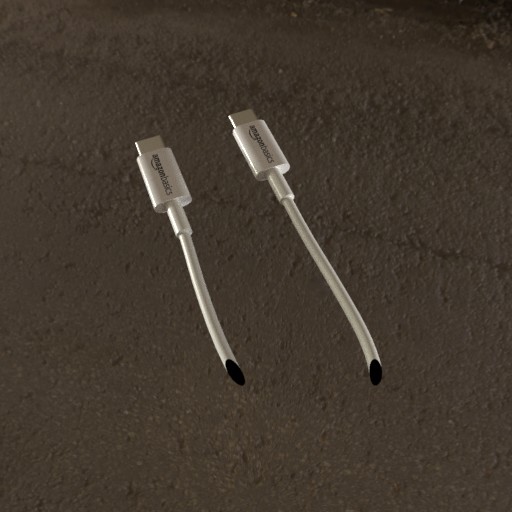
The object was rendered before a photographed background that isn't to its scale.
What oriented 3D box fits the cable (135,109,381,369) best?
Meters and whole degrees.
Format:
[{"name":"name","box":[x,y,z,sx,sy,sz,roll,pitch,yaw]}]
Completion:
[{"name":"cable","box":[0.000,0.000,0.115,0.041,0.005,0.098,-20,63,-11]}]
